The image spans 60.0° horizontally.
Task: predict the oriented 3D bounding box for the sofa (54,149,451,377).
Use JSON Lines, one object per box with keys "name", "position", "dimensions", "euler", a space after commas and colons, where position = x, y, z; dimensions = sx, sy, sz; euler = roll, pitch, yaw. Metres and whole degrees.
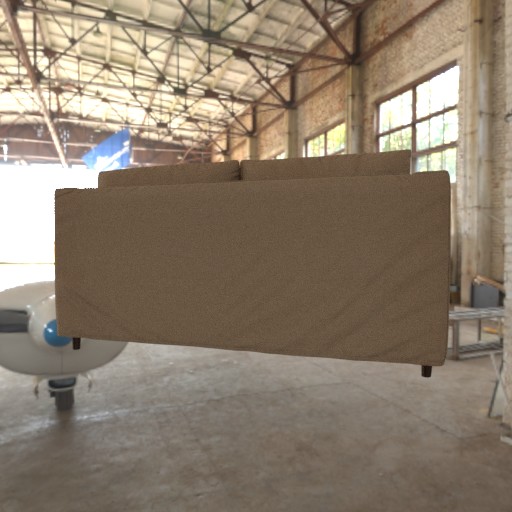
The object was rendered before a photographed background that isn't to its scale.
{"name": "sofa", "position": [0.000, 0.000, 2.612], "dimensions": [2.010, 1.018, 1.072], "euler": [0, 1, 17]}
